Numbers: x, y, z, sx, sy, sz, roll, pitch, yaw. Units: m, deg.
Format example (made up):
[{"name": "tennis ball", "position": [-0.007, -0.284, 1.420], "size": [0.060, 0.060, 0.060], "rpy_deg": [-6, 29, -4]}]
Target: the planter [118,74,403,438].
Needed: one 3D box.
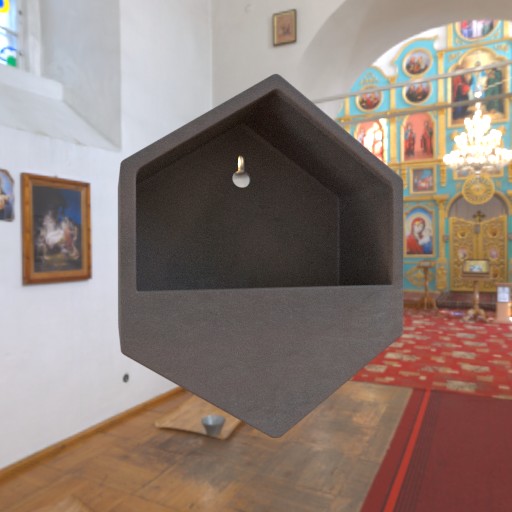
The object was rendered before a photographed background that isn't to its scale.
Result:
[{"name": "planter", "position": [0.000, 0.000, 0.286], "size": [0.169, 0.206, 0.077], "rpy_deg": [0, 0, -18]}]
